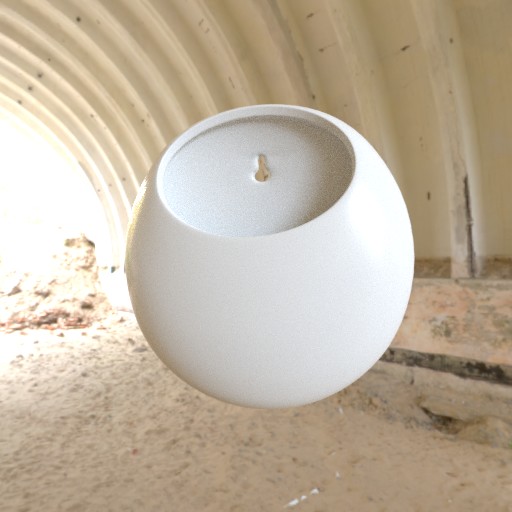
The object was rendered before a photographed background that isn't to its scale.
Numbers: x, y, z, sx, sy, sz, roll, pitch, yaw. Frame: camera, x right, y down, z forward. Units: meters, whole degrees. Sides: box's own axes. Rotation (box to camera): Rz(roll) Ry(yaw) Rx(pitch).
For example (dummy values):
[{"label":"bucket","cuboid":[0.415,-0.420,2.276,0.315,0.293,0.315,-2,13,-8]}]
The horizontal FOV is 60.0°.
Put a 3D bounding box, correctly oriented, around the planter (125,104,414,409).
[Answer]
[{"label":"planter","cuboid":[0.000,0.000,0.275,0.185,0.188,0.043,0,-1,17]}]
